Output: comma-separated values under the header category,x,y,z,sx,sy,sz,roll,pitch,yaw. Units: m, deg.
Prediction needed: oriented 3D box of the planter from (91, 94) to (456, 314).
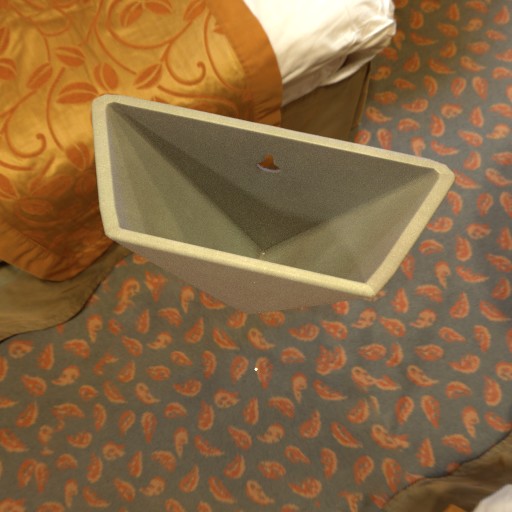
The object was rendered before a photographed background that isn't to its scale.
category,x,y,z,sx,sy,sz,roll,pitch,yaw
planter,0.000,0.000,0.267,0.150,0.197,0.060,13,76,3
